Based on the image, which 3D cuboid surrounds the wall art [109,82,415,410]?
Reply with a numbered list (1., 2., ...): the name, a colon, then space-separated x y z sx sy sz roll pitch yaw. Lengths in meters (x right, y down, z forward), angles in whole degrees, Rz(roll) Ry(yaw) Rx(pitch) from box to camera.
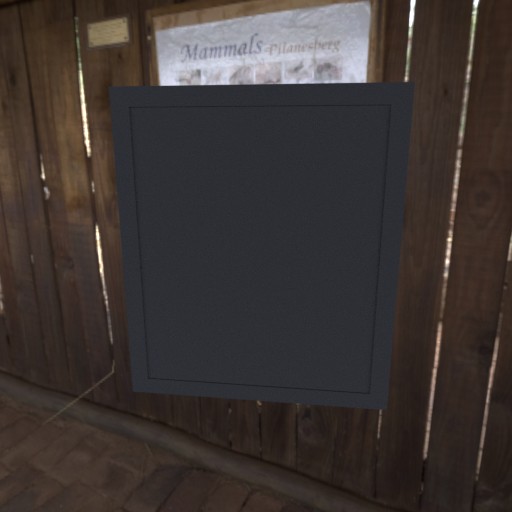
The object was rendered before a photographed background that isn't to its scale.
1. wall art: 0.000 0.000 0.499 0.311 0.361 0.010 2 15 7
